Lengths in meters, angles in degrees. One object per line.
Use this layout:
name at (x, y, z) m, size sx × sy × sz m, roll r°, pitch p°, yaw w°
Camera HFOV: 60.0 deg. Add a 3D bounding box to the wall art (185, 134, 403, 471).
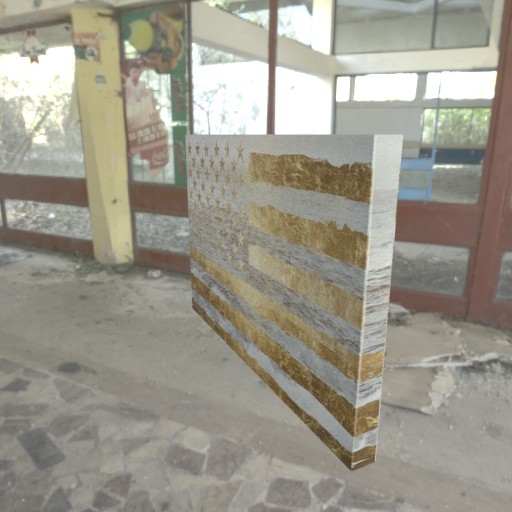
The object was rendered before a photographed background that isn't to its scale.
wall art at (0.000, 0.000, 0.770) m, size 0.041 × 0.407 × 0.606 m, roll -8°, pitch 17°, yaw -26°
